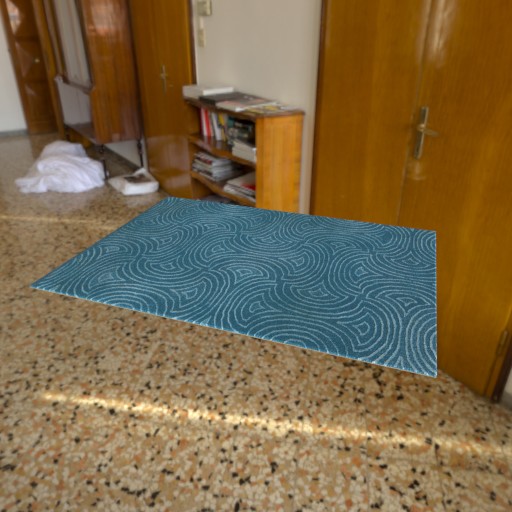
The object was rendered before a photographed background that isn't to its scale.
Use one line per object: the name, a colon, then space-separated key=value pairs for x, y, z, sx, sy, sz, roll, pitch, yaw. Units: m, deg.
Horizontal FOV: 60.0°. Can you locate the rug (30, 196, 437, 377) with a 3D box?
rug: x=0.000 y=0.000 z=2.805 sx=2.144 sy=0.015 sz=1.543 roll=9 pitch=29 yaw=17
